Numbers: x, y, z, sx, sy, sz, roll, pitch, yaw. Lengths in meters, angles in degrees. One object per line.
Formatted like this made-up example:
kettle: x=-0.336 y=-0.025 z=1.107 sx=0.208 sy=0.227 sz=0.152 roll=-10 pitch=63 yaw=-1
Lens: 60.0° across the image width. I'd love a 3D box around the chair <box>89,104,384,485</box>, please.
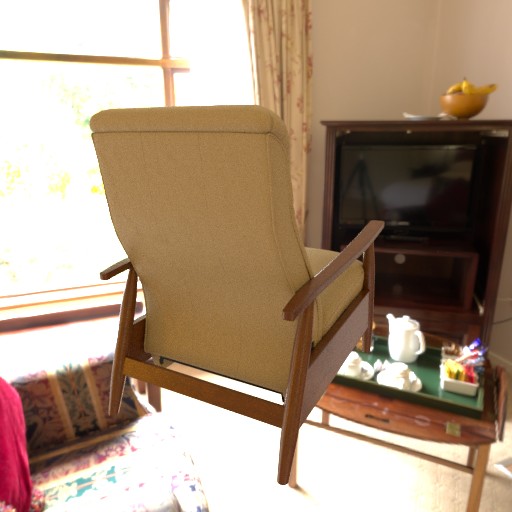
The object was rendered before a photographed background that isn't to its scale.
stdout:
chair: x=0.000 y=0.000 z=1.750 sx=0.762 sy=1.082 sz=1.014 roll=8 pitch=18 yaw=28
